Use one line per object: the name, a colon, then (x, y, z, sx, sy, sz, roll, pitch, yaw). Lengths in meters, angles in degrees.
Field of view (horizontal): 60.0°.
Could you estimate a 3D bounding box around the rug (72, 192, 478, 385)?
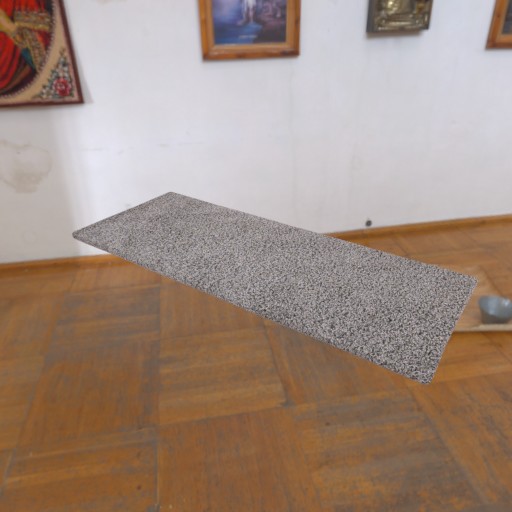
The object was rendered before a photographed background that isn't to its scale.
rug: (0.000, 0.000, 1.752, 1.524, 0.030, 0.609, 19, 34, 30)
